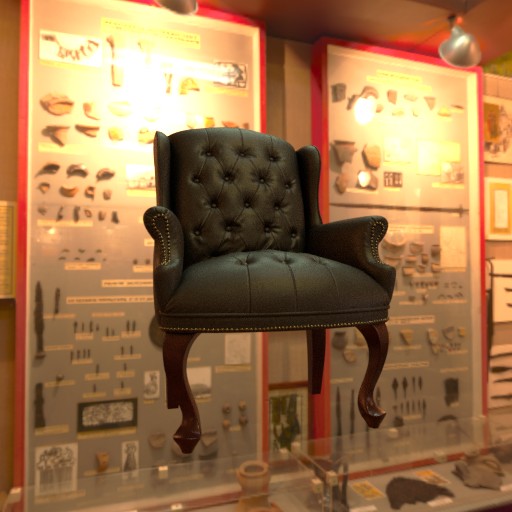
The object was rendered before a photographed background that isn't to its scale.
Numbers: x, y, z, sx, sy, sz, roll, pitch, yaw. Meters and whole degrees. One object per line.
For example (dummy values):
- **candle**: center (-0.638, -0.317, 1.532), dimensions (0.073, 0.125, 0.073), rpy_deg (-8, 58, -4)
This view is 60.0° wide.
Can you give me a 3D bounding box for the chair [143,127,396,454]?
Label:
- **chair**: center (0.000, 0.000, 1.629), dimensions (0.838, 1.111, 0.762), rpy_deg (0, -1, -19)
